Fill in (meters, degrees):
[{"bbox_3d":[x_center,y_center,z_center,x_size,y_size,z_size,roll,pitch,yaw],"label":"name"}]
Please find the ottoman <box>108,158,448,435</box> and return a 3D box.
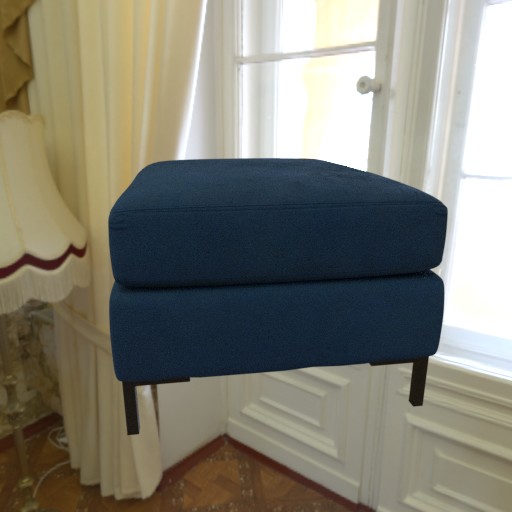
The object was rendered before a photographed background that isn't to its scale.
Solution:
[{"bbox_3d":[0.000,0.000,1.180,0.655,0.485,0.794,-3,17,-8],"label":"ottoman"}]
